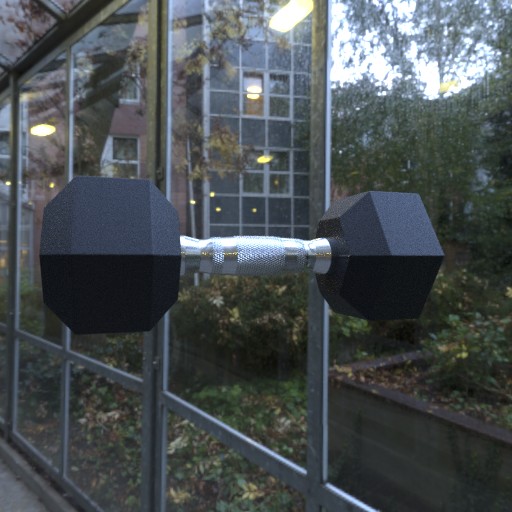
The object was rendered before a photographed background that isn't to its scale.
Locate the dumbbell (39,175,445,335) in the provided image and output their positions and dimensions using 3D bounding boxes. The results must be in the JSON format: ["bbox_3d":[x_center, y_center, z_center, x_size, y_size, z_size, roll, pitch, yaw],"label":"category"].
[{"bbox_3d":[0.000,0.000,0.316,0.272,0.092,0.106,0,0,-18],"label":"dumbbell"}]
